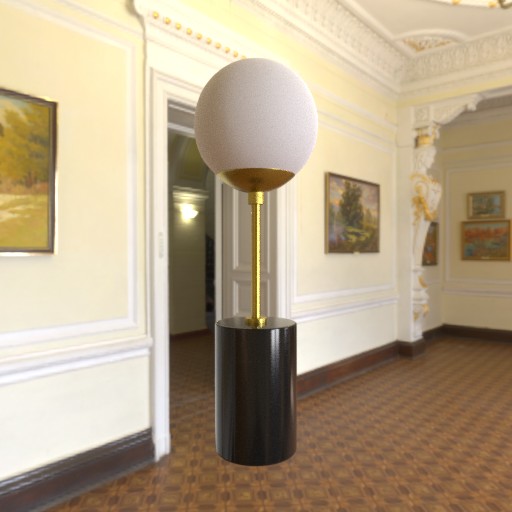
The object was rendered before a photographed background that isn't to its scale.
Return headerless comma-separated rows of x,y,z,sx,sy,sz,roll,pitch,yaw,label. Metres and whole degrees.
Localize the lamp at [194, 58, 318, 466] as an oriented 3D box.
0.000,0.000,0.554,0.153,0.480,0.153,0,0,0,lamp
